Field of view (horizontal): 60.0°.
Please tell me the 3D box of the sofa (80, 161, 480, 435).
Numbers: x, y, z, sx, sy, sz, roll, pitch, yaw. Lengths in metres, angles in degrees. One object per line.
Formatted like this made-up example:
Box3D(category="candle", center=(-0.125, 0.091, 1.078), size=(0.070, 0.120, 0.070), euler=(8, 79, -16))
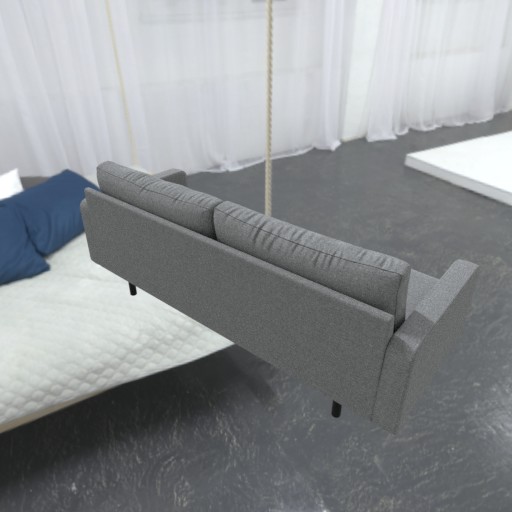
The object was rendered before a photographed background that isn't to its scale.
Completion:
Box3D(category="sofa", center=(0.000, 0.000, 2.584), size=(2.200, 0.880, 0.880), euler=(23, 37, 33))
